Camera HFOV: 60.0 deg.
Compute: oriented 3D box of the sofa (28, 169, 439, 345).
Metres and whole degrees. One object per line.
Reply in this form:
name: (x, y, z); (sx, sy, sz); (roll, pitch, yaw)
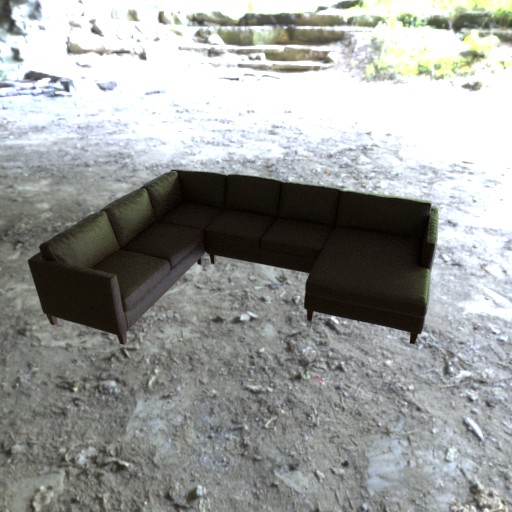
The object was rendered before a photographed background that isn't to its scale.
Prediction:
sofa: (0.000, 0.000, 4.595); (3.460, 0.923, 2.593); (11, 31, 18)
